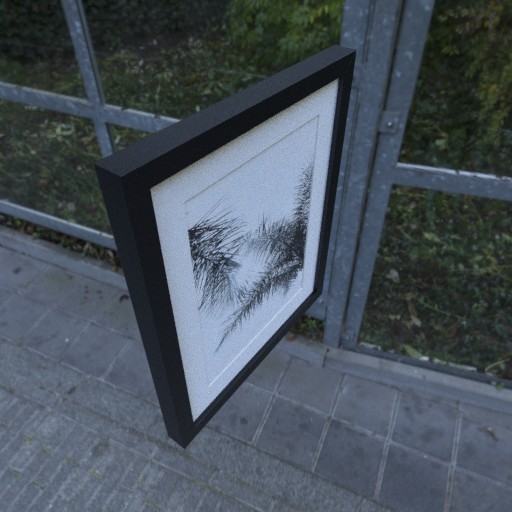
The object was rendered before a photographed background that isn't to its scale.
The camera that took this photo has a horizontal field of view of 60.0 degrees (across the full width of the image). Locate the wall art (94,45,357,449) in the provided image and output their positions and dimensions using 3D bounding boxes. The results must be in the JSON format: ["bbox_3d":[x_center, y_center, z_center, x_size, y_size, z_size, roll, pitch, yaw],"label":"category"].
[{"bbox_3d":[0.000,0.000,0.514,0.028,0.380,0.325,27,48,27],"label":"wall art"}]
